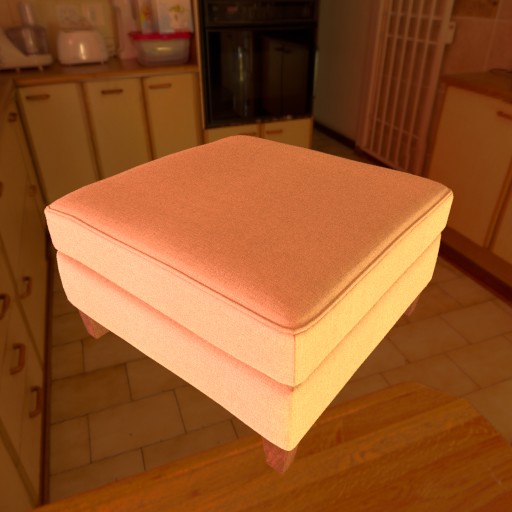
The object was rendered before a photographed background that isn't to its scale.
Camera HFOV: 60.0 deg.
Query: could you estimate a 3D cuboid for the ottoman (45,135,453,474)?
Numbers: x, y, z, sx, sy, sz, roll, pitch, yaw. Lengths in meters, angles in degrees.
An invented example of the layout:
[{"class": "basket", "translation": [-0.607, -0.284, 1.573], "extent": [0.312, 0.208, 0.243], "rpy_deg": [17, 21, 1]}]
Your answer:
[{"class": "ottoman", "translation": [0.000, 0.000, 1.327], "extent": [0.838, 0.503, 0.838], "rpy_deg": [23, 39, 32]}]
